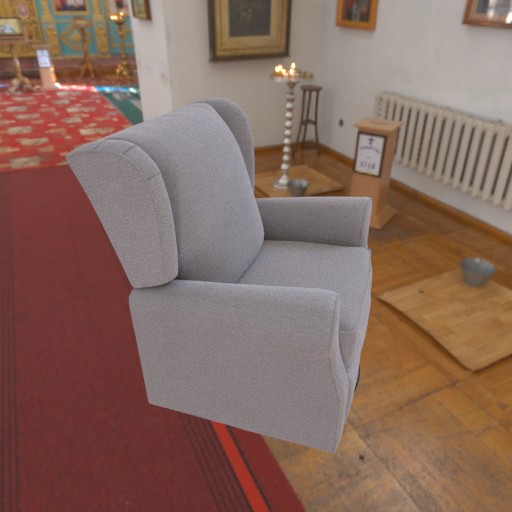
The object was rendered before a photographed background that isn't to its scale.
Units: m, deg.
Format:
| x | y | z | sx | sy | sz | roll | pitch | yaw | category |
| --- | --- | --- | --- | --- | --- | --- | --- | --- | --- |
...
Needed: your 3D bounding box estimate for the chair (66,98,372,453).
| x | y | z | sx | sy | sz | roll | pitch | yaw | category |
| --- | --- | --- | --- | --- | --- | --- | --- | --- | --- |
| 0.000 | 0.000 | 1.625 | 0.854 | 0.966 | 0.906 | 9 | 30 | 16 | chair |
